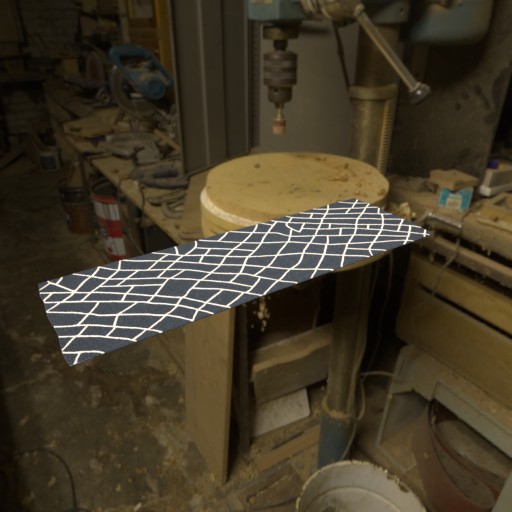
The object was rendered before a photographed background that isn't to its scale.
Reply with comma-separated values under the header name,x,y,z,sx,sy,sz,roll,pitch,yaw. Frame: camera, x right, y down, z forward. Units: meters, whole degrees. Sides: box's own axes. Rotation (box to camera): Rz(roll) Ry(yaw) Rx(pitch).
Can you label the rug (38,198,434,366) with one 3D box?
name,x,y,z,sx,sy,sz,roll,pitch,yaw
rug,0.000,0.000,2.814,2.476,0.010,0.807,-17,33,-28
